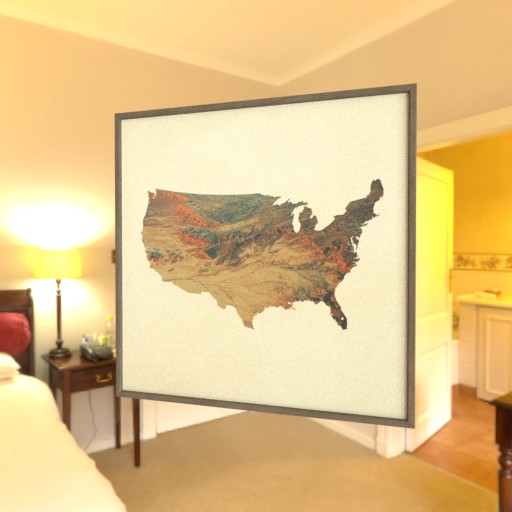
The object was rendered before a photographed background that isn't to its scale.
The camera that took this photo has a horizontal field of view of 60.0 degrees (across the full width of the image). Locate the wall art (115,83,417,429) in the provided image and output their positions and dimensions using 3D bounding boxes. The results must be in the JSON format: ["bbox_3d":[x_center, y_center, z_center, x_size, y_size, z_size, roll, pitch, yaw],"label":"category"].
[{"bbox_3d":[0.000,0.000,0.448,0.303,0.302,0.038,0,1,17],"label":"wall art"}]
